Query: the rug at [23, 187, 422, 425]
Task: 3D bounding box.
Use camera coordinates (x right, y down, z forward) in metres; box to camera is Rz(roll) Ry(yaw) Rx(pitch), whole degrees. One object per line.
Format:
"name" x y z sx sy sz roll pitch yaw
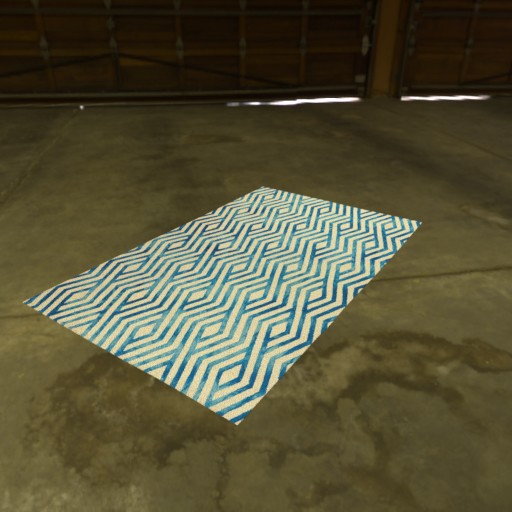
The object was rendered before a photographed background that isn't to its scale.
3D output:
"rug" 0.000 0.000 3.013 1.531 0.008 2.439 18 33 30
